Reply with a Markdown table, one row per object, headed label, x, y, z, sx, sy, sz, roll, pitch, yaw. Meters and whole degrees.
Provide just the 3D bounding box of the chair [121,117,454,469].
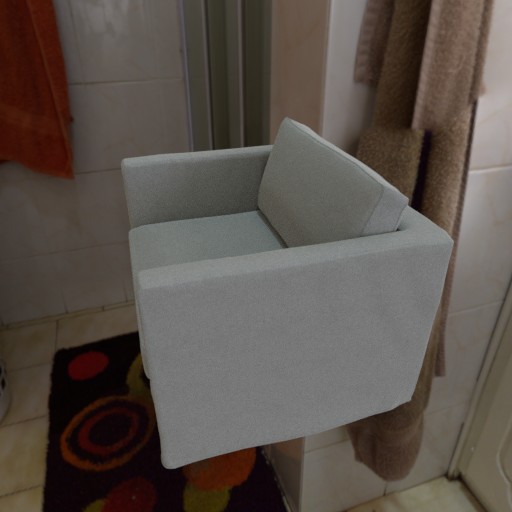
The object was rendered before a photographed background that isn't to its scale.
| label | x | y | z | sx | sy | sz | roll | pitch | yaw |
| --- | --- | --- | --- | --- | --- | --- | --- | --- | --- |
| chair | 0.000 | 0.000 | 1.739 | 0.949 | 0.863 | 1.057 | -9 | 32 | -14 |
